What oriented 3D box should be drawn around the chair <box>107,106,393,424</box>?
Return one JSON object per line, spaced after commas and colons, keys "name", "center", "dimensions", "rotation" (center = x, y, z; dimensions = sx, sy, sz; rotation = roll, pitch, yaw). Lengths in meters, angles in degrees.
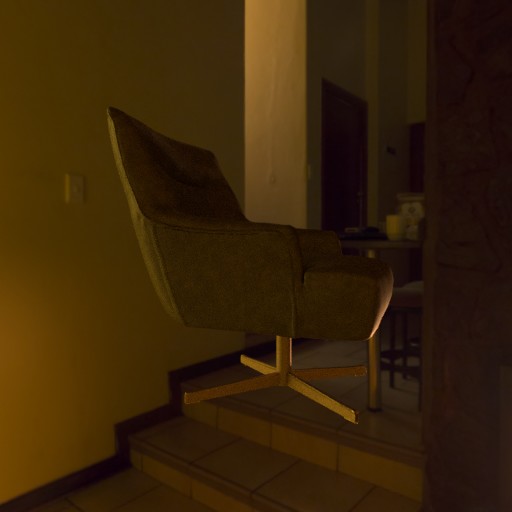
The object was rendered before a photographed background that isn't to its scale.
{"name": "chair", "center": [0.000, 0.000, 1.482], "dimensions": [0.874, 0.870, 0.738], "rotation": [1, 2, 19]}
